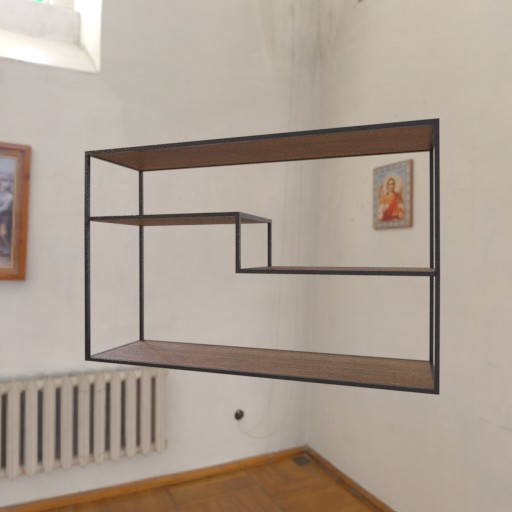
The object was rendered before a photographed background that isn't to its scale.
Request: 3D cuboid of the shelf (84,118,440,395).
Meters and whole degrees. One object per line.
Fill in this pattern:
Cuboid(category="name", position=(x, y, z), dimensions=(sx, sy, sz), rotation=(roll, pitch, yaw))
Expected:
Cuboid(category="shelf", position=(0.000, 0.000, 1.590), dimensions=(1.201, 0.765, 0.361), rotation=(0, 0, 19))
